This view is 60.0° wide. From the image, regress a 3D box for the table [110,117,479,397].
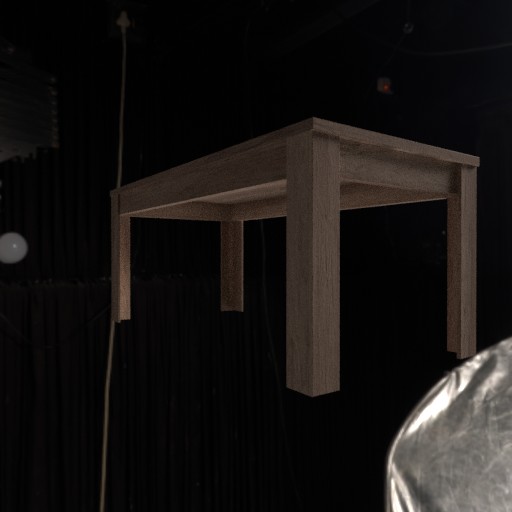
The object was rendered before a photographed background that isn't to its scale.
[{"bbox_3d":[0.000,0.000,2.237,0.900,0.790,1.800,0,0,-36],"label":"table"}]
